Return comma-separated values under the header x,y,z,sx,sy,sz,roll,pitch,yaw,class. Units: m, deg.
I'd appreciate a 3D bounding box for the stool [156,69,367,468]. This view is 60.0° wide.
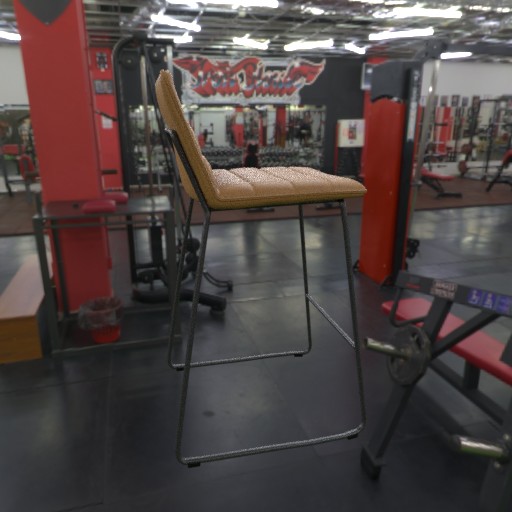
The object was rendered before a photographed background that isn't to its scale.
x,y,z,sx,sy,sz,roll,pitch,yaw,class
0.000,0.000,1.252,0.524,0.936,0.489,-4,17,-13,stool
